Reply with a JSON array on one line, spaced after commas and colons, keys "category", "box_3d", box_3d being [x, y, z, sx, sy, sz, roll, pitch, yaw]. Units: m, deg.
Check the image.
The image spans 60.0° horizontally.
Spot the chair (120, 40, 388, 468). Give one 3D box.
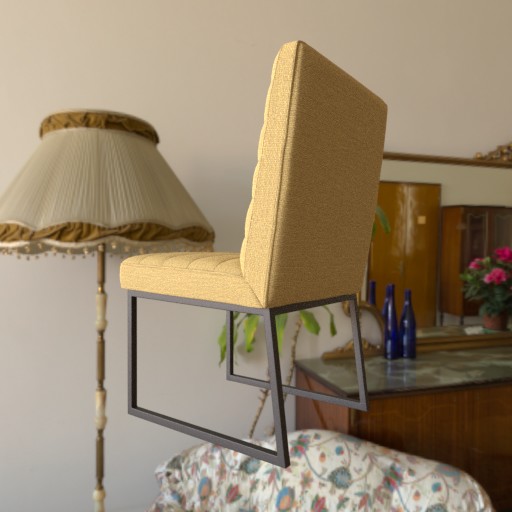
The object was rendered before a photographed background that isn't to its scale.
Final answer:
[{"category": "chair", "box_3d": [0.000, 0.000, 1.307, 0.634, 0.930, 0.520, 0, 0, 37]}]
